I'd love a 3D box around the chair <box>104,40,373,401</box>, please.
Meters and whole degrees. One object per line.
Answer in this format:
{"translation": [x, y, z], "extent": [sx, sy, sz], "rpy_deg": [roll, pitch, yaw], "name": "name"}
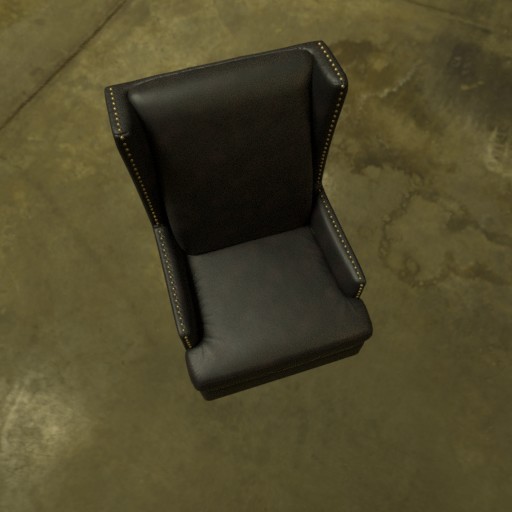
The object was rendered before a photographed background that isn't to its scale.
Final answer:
{"translation": [0.000, 0.000, 1.649], "extent": [0.703, 1.142, 0.799], "rpy_deg": [-16, 65, -7], "name": "chair"}
